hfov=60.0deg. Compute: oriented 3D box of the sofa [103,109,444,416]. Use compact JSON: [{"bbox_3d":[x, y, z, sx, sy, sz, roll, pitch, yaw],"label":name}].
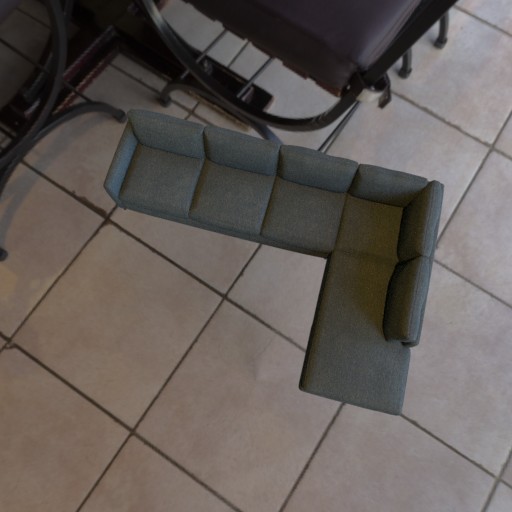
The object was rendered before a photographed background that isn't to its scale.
[{"bbox_3d":[0.000,0.000,3.896,2.949,0.815,2.007,14,75,4],"label":"sofa"}]
